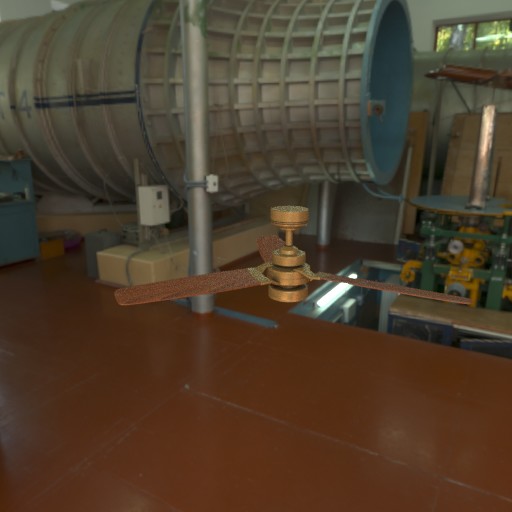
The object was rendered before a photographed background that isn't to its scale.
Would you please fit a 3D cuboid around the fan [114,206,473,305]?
[{"bbox_3d":[0.000,0.000,2.033,1.271,0.425,1.416,-7,17,-25],"label":"fan"}]
